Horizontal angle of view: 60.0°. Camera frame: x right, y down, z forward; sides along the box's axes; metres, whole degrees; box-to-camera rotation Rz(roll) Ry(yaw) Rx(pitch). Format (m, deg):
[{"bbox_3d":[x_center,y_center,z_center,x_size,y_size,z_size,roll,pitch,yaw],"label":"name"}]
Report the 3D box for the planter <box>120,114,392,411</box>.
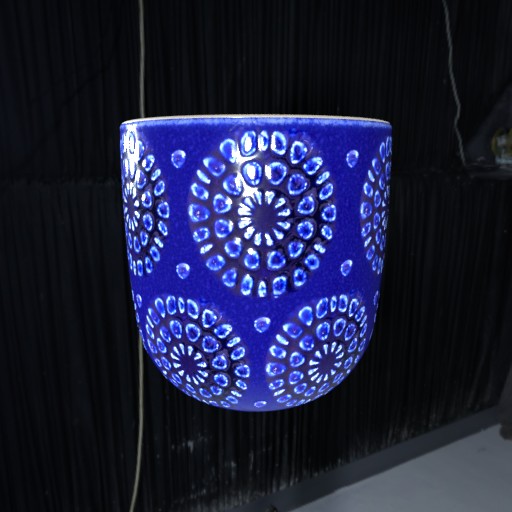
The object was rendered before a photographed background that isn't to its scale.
[{"bbox_3d":[0.000,0.000,0.196,0.109,0.112,0.109,0,13,0],"label":"planter"}]
